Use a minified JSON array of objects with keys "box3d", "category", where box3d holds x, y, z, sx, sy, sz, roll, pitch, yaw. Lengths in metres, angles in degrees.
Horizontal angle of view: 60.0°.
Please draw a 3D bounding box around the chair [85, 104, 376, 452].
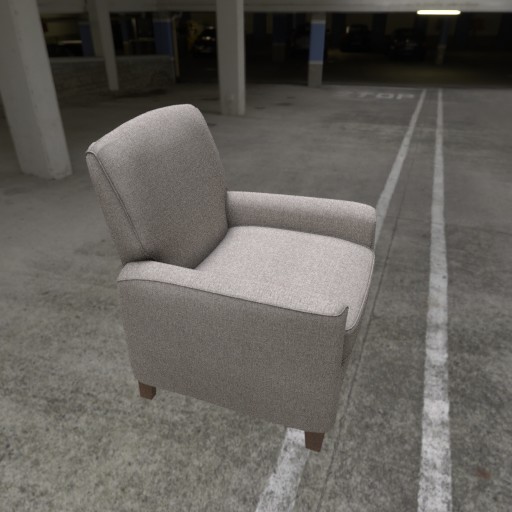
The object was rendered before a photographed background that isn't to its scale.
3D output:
[{"box3d":[0.000,0.000,1.690,0.864,1.014,0.848,10,31,18],"category":"chair"}]
